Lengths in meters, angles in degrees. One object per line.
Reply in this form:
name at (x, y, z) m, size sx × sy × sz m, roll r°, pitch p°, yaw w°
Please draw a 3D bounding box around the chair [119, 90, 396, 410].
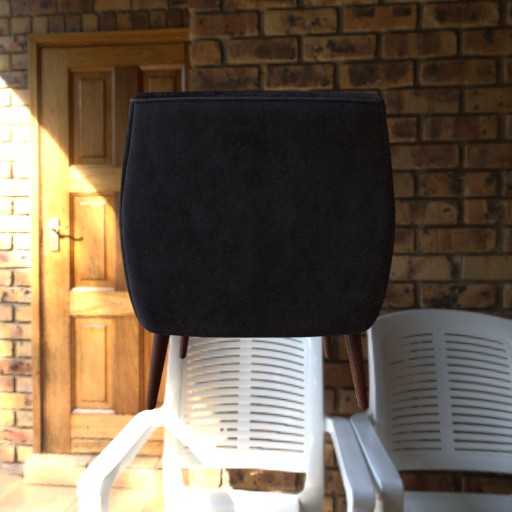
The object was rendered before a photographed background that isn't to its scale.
chair at (0.000, 0.000, 1.451) m, size 0.762 × 0.838 × 0.787 m, roll 0°, pitch 1°, yaw 0°
